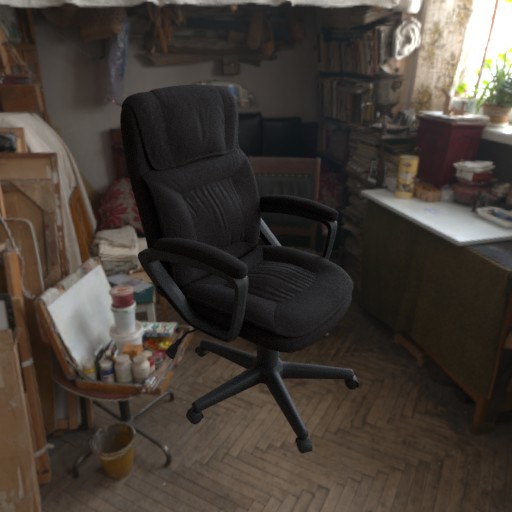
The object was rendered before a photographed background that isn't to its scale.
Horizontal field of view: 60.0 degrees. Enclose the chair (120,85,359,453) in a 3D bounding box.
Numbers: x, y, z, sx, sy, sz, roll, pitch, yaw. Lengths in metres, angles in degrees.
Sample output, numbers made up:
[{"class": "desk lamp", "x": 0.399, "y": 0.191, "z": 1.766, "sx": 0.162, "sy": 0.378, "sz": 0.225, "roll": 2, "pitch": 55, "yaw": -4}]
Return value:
[{"class": "chair", "x": 0.000, "y": 0.000, "z": 1.564, "sx": 0.724, "sy": 1.105, "sz": 0.667, "roll": 16, "pitch": 29, "yaw": 32}]
